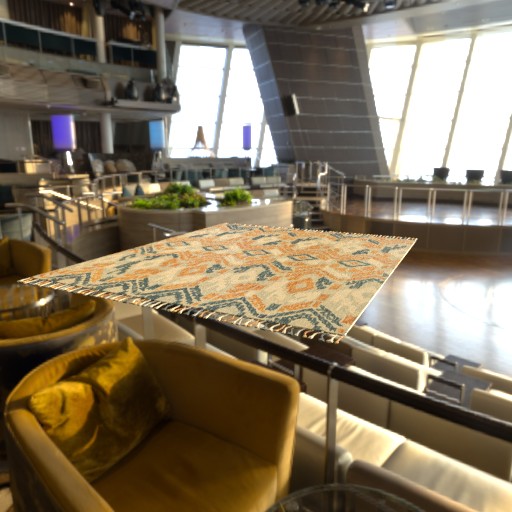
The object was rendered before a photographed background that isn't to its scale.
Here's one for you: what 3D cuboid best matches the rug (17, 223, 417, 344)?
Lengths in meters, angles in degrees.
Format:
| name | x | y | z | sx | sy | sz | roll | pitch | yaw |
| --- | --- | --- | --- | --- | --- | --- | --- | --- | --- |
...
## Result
| name | x | y | z | sx | sy | sz | roll | pitch | yaw |
| --- | --- | --- | --- | --- | --- | --- | --- | --- | --- |
| rug | 0.000 | 0.000 | 4.064 | 2.439 | 0.010 | 3.048 | 7 | 15 | 26 |
